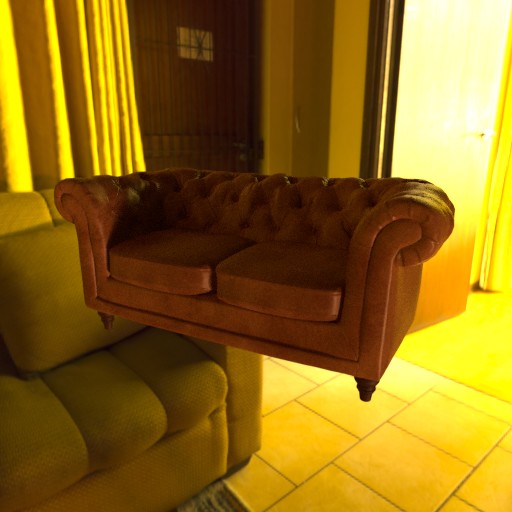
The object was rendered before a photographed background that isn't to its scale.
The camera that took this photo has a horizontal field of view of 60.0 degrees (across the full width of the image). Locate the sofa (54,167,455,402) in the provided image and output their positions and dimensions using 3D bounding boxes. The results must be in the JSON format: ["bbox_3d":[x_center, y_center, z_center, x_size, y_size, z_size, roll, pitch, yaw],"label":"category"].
[{"bbox_3d":[0.000,0.000,2.448,1.979,0.877,1.042,8,18,27],"label":"sofa"}]
